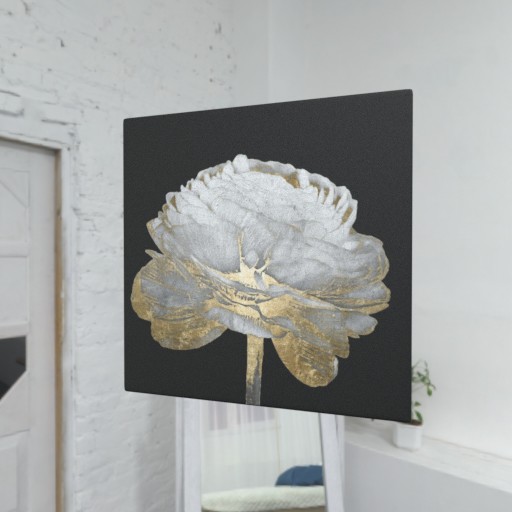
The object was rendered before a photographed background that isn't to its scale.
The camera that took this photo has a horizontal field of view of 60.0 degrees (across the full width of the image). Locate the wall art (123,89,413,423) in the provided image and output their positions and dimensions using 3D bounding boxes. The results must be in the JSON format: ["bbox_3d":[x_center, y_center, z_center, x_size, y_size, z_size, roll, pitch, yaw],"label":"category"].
[{"bbox_3d":[0.000,0.000,0.920,0.610,0.611,0.043,0,1,18],"label":"wall art"}]
